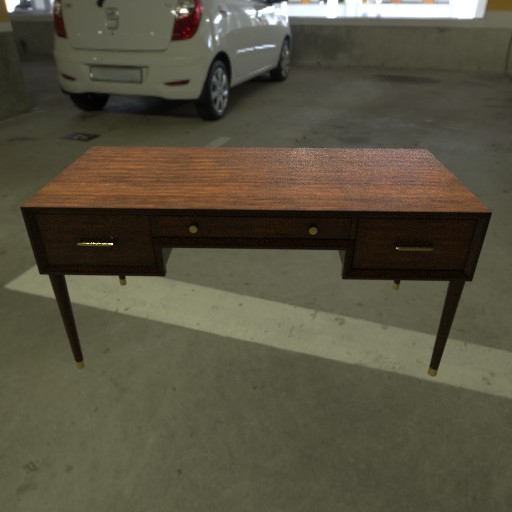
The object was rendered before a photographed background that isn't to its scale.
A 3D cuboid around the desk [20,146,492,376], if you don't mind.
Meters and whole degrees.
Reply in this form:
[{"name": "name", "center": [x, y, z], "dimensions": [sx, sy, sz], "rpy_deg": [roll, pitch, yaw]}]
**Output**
[{"name": "desk", "center": [0.000, 0.000, 1.969], "dimensions": [1.575, 0.762, 0.724], "rpy_deg": [1, 30, 1]}]
